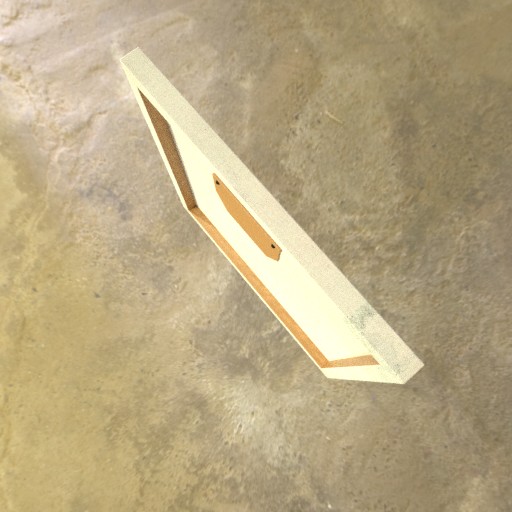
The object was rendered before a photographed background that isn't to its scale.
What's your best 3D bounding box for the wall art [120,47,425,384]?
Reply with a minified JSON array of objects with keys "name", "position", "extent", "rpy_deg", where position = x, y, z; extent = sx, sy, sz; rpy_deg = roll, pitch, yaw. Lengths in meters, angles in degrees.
[{"name":"wall art","position":[0.000,0.000,0.896],"extent":[0.044,0.605,0.605],"rpy_deg":[-39,79,-9]}]
